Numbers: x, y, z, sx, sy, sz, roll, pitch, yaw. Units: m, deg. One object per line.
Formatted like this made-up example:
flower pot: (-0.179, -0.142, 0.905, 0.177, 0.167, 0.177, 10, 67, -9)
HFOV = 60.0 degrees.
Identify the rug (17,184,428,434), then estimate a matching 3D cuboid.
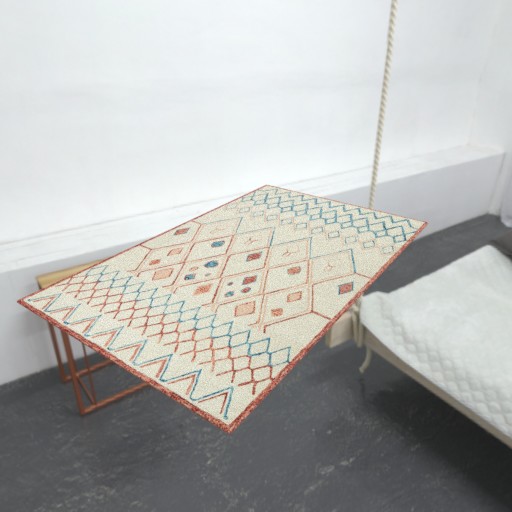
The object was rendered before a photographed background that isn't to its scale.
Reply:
rug: (0.000, 0.000, 2.941, 1.524, 0.015, 2.438, 19, 33, 31)
